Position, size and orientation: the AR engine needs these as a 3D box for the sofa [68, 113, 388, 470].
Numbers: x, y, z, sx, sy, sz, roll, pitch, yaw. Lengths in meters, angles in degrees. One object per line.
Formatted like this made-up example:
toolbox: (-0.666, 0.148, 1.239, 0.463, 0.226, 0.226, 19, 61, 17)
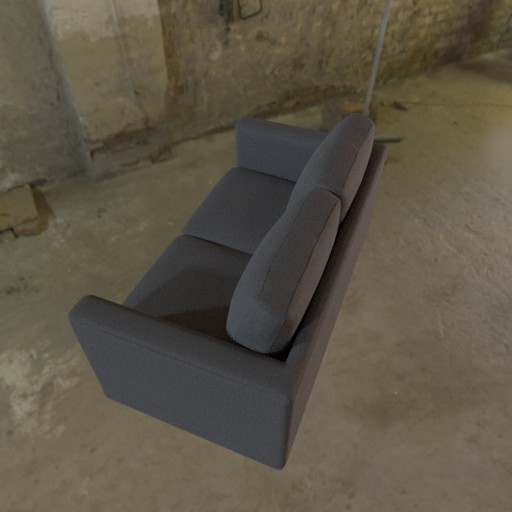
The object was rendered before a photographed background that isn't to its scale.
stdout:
sofa: (0.000, 0.000, 1.940, 0.796, 0.908, 1.430, 16, 48, 15)
